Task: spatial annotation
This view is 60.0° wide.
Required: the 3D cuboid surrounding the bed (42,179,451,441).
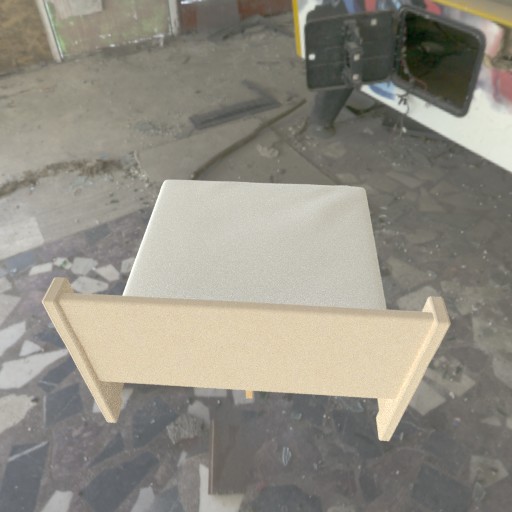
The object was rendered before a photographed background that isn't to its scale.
[{"bbox_3d":[0.000,0.000,3.622,2.145,1.471,2.293,3,45,3],"label":"bed"}]
